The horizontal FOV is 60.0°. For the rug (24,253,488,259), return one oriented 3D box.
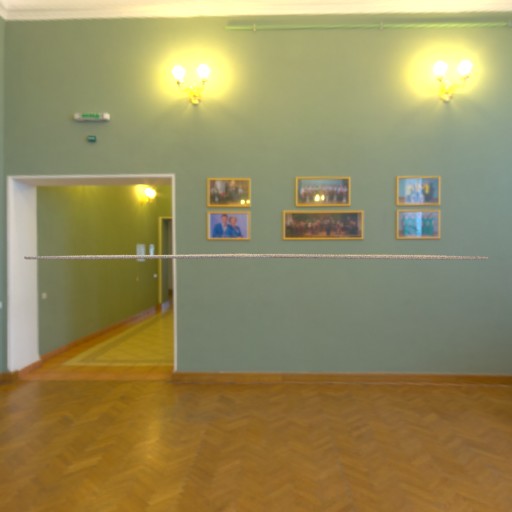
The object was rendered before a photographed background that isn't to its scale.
[{"bbox_3d":[0.000,0.000,3.029,2.342,0.030,1.609,0,0,1],"label":"rug"}]
